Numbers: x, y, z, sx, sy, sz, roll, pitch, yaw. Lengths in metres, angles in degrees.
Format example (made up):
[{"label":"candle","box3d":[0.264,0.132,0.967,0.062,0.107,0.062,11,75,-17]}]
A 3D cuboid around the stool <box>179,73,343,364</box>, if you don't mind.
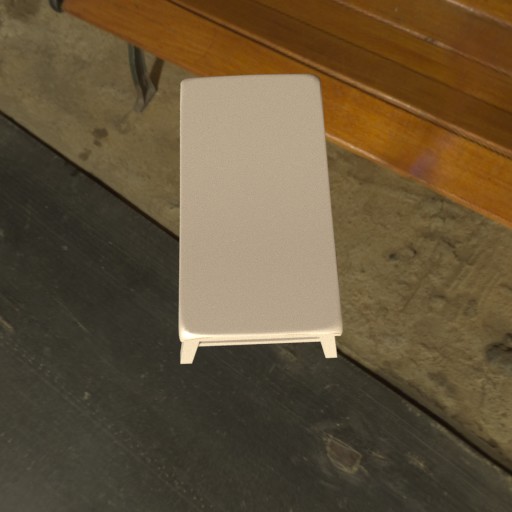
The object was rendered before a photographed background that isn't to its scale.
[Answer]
[{"label":"stool","box3d":[0.000,0.000,1.054,0.476,0.737,0.457,-2,75,-1]}]
